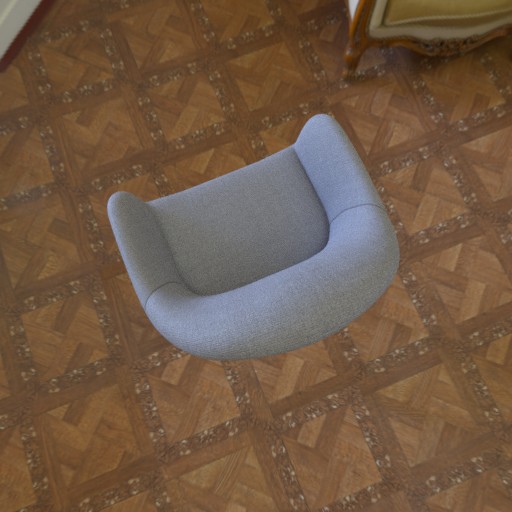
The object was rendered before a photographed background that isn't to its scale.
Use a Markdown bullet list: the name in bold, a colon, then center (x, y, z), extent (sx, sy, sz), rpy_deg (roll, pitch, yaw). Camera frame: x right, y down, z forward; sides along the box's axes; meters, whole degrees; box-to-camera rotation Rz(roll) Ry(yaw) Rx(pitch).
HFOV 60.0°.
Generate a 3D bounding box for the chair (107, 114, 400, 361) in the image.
- **chair**: center (0.000, 0.000, 1.202), extent (0.590, 0.795, 0.550), rpy_deg (-23, 77, -6)
